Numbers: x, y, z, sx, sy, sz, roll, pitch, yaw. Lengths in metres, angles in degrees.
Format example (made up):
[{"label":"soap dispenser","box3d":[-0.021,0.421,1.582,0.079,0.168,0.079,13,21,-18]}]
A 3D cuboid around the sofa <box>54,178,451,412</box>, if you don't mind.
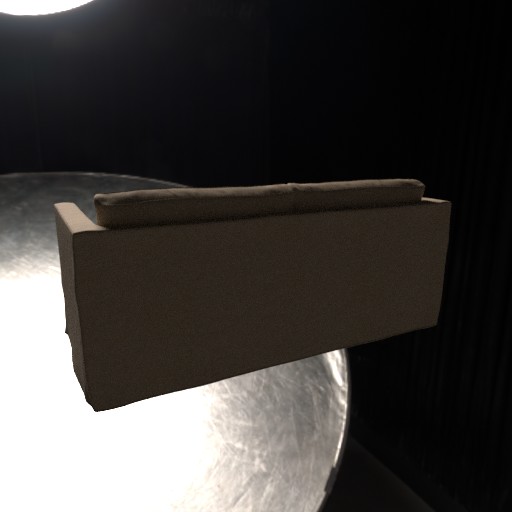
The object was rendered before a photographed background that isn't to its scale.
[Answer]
[{"label":"sofa","box3d":[0.000,0.000,2.460,1.987,0.847,0.956,-7,16,-27]}]
